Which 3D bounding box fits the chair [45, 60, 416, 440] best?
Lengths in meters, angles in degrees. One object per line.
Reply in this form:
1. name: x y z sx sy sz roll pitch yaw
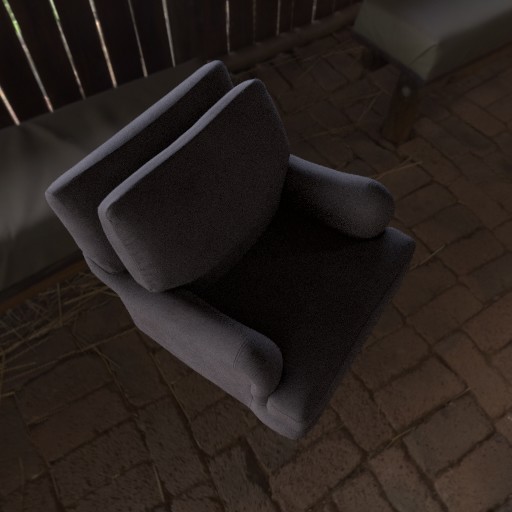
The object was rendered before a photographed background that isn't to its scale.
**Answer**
1. chair: 0.000 0.000 1.799 1.070 0.997 0.955 31 62 19
